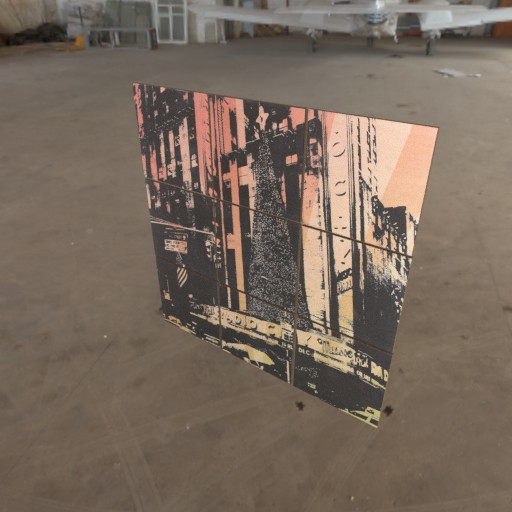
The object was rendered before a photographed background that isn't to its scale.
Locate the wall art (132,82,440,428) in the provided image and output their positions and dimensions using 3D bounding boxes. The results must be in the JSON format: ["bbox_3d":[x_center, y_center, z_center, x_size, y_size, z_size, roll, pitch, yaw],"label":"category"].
[{"bbox_3d":[0.000,0.000,1.803,1.216,1.216,0.013,20,36,30],"label":"wall art"}]
